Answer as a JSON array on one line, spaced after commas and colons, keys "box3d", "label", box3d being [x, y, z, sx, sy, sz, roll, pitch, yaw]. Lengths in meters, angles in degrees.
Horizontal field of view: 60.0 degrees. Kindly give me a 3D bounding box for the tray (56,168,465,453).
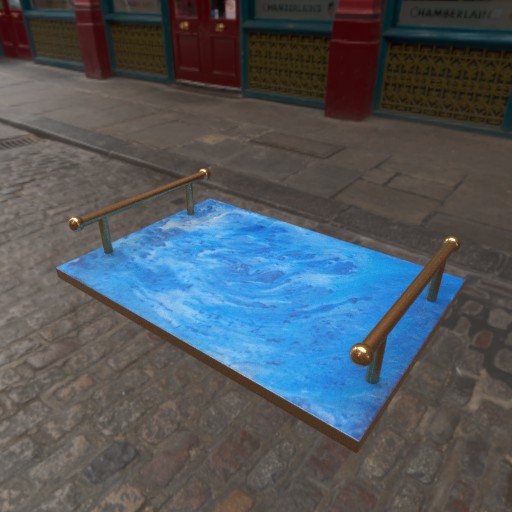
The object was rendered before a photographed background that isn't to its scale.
[{"box3d": [0.000, 0.000, 0.566, 0.444, 0.084, 0.304, 21, 36, 32], "label": "tray"}]
